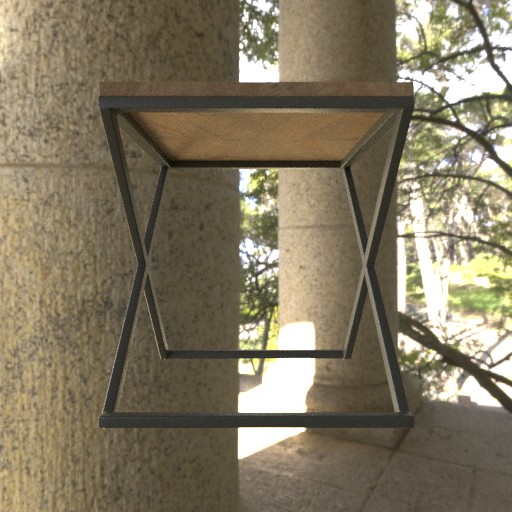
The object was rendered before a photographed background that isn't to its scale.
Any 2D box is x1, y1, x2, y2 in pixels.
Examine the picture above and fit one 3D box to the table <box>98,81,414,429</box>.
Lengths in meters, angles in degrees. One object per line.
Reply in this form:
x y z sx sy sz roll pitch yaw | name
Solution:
0.000 0.000 0.944 0.499 0.550 0.498 0 0 0 | table
